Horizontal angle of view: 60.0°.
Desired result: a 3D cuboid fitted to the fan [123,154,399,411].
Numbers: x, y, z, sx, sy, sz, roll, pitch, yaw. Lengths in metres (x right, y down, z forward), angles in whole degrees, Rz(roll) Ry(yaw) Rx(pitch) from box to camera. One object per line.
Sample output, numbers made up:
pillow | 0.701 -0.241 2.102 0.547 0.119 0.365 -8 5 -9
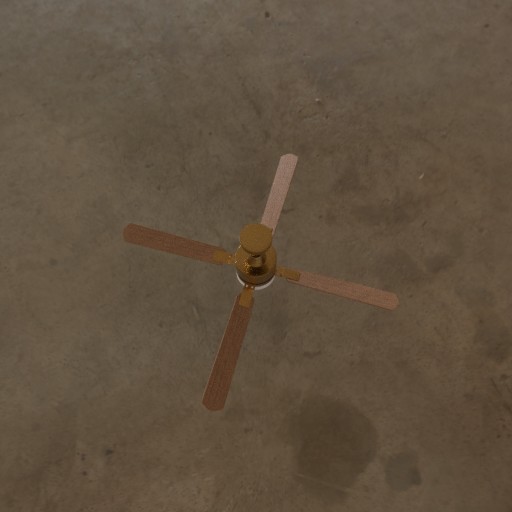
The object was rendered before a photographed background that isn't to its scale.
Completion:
fan | 0.000 0.000 1.946 1.320 0.355 1.320 15 66 7
